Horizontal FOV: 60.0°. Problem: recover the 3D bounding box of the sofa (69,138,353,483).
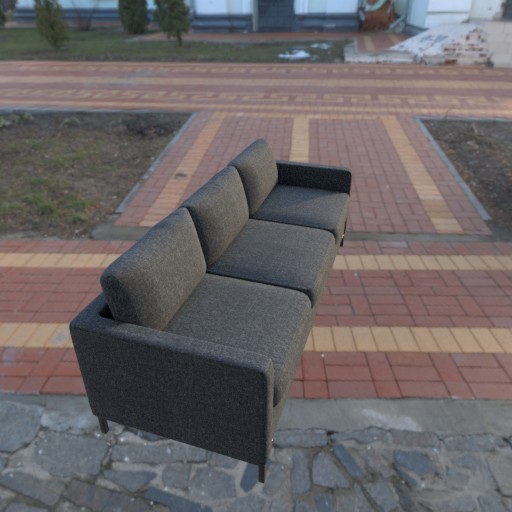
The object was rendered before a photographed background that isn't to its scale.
[{"bbox_3d":[0.000,0.000,2.651,0.859,0.874,2.218,10,32,16],"label":"sofa"}]
